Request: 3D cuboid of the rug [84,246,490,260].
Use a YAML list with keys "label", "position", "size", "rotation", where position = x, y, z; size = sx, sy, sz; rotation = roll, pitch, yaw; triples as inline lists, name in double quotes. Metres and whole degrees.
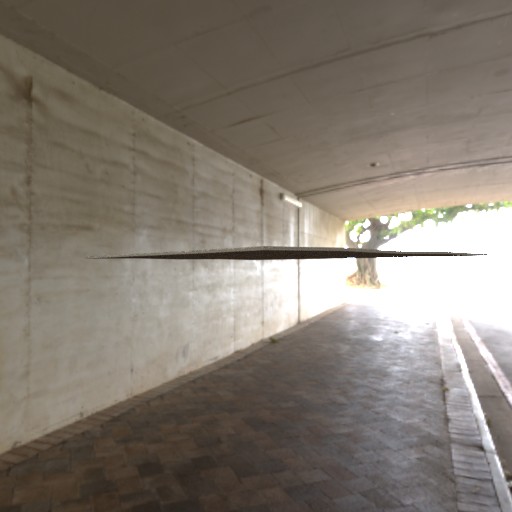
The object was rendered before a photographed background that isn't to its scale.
- label: "rug"
  position: [0.000, 0.000, 3.750]
  size: [2.043, 0.026, 2.901]
  rotation: [1, -2, -36]
